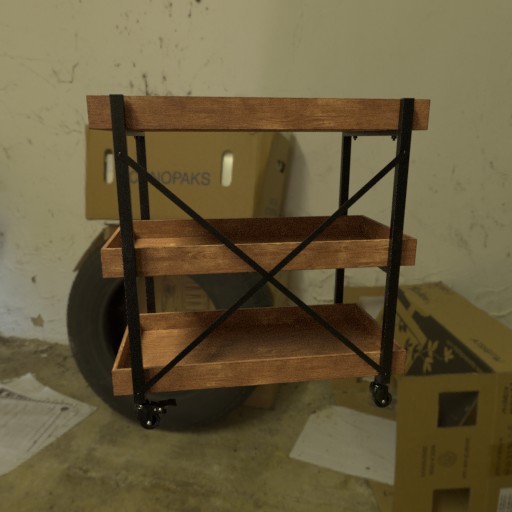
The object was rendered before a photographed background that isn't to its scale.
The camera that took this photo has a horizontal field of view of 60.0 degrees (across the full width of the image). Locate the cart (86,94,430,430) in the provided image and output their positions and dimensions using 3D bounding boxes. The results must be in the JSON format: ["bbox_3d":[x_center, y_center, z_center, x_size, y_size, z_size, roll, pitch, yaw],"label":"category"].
[{"bbox_3d":[0.000,0.000,1.225,0.750,0.800,0.411,-2,15,-8],"label":"cart"}]
